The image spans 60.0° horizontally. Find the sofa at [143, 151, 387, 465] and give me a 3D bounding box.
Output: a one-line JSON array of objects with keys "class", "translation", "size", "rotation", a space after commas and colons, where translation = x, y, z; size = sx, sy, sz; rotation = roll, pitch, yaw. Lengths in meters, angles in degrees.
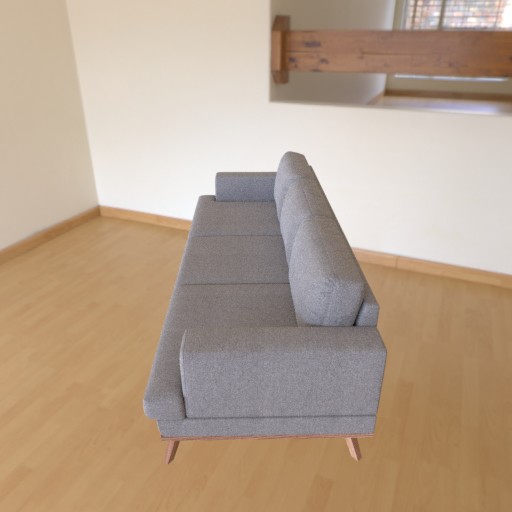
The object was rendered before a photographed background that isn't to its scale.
[{"class": "sofa", "translation": [0.000, 0.000, 2.687], "size": [0.920, 0.810, 2.310], "rotation": [-1, 27, -1]}]
